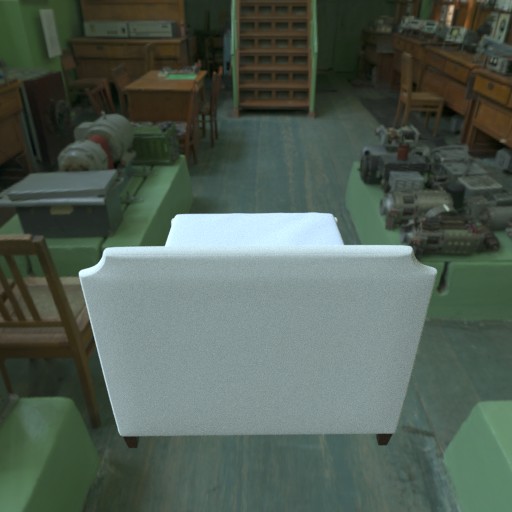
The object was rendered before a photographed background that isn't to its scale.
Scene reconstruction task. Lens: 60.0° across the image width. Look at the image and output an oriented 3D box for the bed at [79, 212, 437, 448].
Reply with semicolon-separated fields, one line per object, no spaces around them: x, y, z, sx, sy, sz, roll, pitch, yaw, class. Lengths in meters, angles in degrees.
0.000;0.000;3.385;1.712;1.443;2.372;0;31;-1;bed
